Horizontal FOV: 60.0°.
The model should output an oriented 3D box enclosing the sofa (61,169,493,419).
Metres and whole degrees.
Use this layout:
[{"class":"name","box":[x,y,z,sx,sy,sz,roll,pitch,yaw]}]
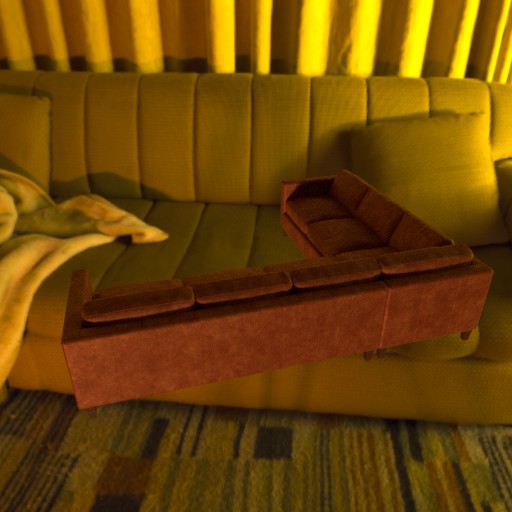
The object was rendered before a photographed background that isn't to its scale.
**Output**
[{"class":"sofa","box":[0.000,0.000,4.203,3.150,0.838,2.438,-8,30,-14]}]
